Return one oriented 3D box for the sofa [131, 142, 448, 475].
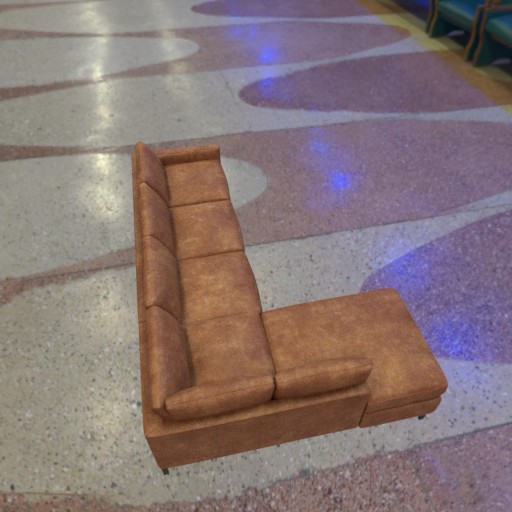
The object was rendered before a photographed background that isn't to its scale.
[{"bbox_3d":[0.000,0.000,3.768,1.938,0.877,2.984,-9,47,-8],"label":"sofa"}]
